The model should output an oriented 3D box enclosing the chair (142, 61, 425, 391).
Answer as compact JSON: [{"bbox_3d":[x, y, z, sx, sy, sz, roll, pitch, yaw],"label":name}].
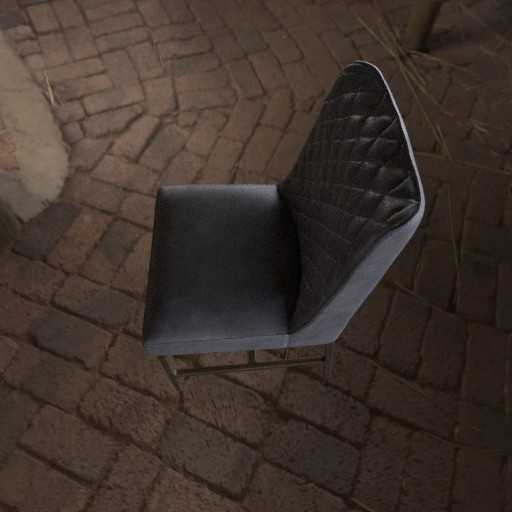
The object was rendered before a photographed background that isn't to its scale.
[{"bbox_3d":[0.000,0.000,1.213,0.587,0.889,0.508,-2,58,-1],"label":"chair"}]
